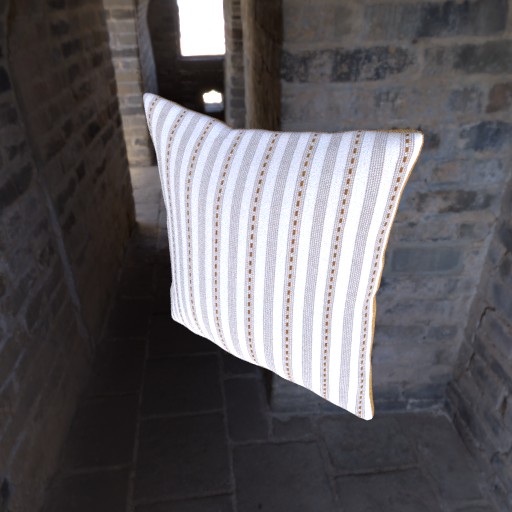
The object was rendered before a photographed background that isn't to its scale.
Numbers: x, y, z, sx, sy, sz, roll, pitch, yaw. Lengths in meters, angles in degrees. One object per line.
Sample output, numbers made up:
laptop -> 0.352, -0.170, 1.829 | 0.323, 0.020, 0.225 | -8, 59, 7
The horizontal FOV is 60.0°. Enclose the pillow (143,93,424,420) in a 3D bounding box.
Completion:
pillow -> 0.000, 0.000, 0.673 | 0.432, 0.437, 0.147 | 20, 36, 30
